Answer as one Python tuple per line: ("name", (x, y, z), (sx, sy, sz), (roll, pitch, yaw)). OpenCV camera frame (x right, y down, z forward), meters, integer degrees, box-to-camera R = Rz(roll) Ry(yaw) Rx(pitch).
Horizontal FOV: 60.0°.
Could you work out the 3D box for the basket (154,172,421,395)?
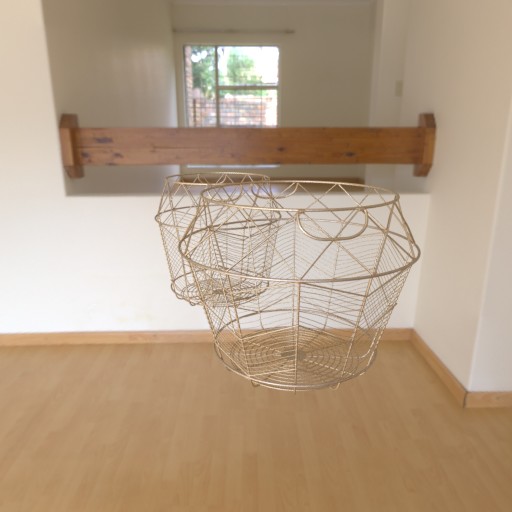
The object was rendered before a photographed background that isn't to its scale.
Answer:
("basket", (0.000, 0.000, 1.027), (0.451, 0.343, 0.805), (-8, 18, -25))
